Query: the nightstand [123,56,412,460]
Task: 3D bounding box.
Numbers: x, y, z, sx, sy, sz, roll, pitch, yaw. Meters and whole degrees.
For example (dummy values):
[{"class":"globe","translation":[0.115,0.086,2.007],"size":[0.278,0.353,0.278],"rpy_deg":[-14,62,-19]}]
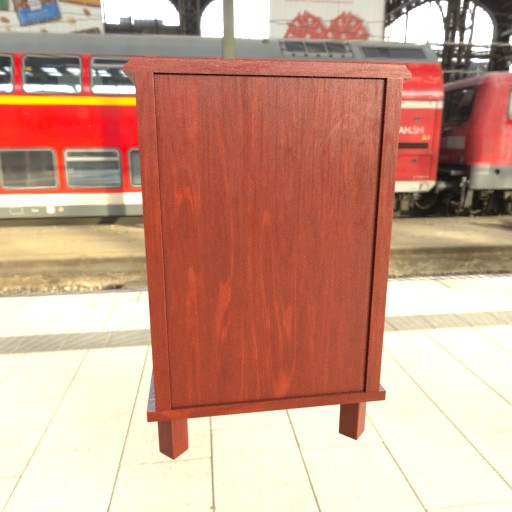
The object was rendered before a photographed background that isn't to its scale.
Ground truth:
[{"class":"nightstand","translation":[0.000,0.000,0.903],"size":[0.435,0.681,0.351],"rpy_deg":[-2,15,-9]}]
